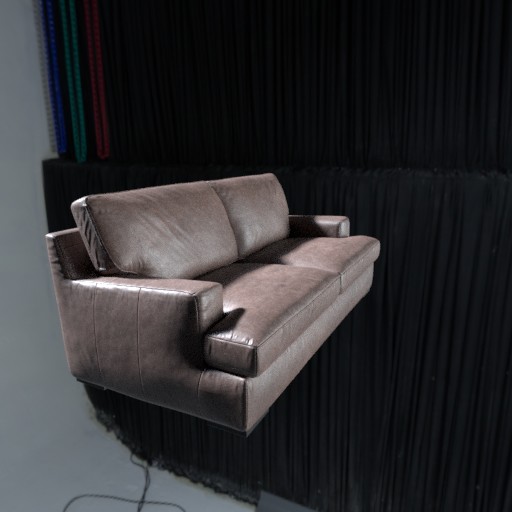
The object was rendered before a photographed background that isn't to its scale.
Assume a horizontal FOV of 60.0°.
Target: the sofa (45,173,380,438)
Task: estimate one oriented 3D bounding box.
[{"bbox_3d":[0.000,0.000,2.845,1.143,0.941,2.261,7,16,26],"label":"sofa"}]
